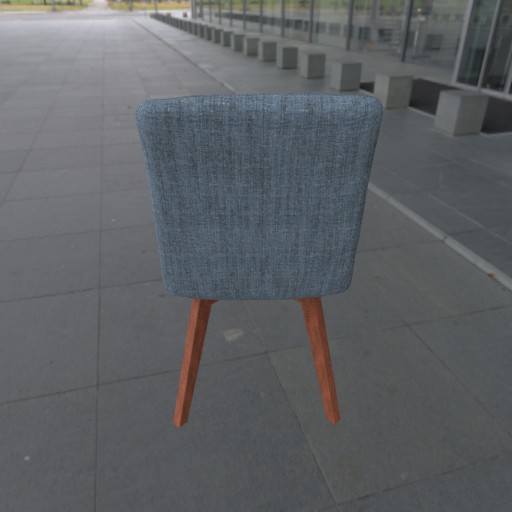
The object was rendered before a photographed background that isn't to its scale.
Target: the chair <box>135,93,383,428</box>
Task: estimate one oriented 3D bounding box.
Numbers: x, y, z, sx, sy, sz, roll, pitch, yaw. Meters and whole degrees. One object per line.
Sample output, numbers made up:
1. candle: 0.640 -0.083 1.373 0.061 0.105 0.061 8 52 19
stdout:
1. chair: 0.000 0.000 1.274 0.522 0.974 0.563 -1 30 -1
